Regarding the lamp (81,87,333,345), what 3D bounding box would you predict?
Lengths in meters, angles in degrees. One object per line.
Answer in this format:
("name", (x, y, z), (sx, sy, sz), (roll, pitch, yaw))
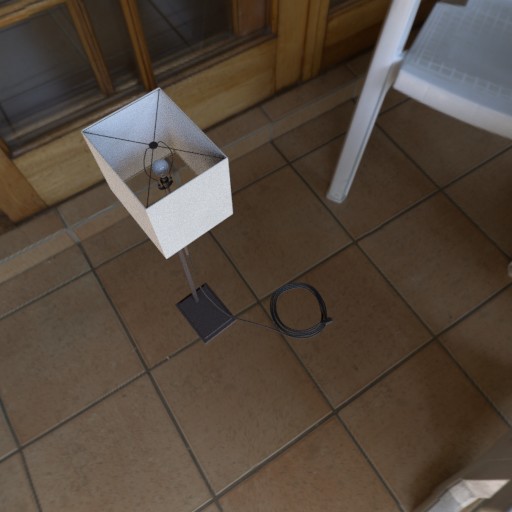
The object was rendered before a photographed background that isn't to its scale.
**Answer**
("lamp", (0.000, 0.000, 2.021), (0.774, 1.600, 0.698), (-36, 69, -16))
